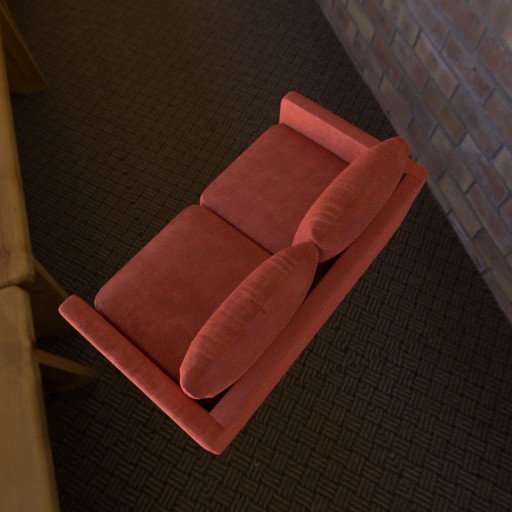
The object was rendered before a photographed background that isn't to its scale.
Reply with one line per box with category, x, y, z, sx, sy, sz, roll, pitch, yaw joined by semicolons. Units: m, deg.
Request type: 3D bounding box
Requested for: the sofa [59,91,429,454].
sofa;0.000;0.000;2.134;0.864;0.896;1.574;37;70;16
